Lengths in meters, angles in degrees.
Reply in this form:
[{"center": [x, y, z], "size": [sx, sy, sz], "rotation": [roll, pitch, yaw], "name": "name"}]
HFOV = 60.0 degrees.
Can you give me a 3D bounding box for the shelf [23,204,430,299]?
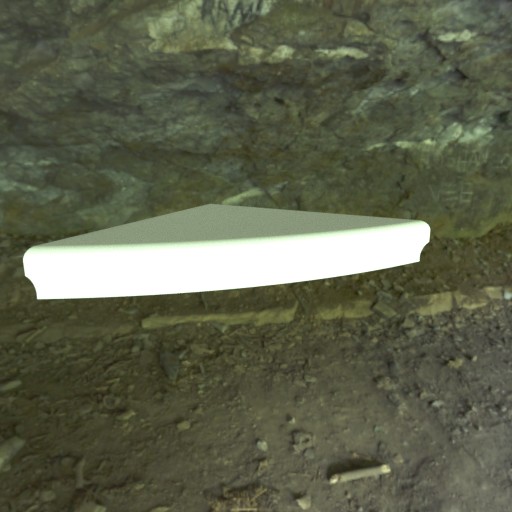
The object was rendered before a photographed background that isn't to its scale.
[{"center": [0.000, 0.000, 0.465], "size": [0.310, 0.050, 0.310], "rotation": [7, 17, 26], "name": "shelf"}]
